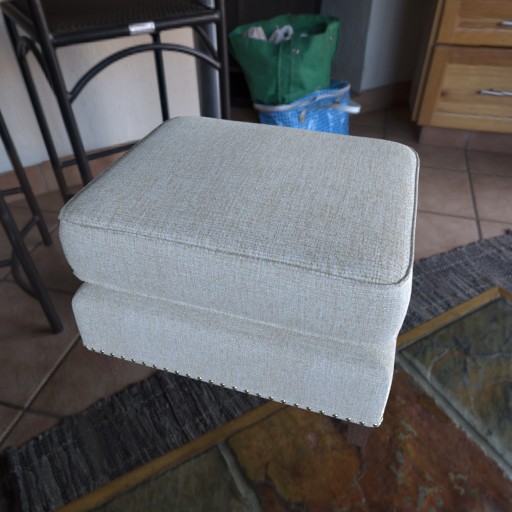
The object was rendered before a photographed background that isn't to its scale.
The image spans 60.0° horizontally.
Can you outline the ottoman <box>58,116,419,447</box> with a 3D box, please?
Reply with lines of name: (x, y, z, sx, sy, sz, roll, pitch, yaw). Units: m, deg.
ottoman: (0.000, 0.000, 1.134, 0.738, 0.537, 0.589, 11, 41, 13)
